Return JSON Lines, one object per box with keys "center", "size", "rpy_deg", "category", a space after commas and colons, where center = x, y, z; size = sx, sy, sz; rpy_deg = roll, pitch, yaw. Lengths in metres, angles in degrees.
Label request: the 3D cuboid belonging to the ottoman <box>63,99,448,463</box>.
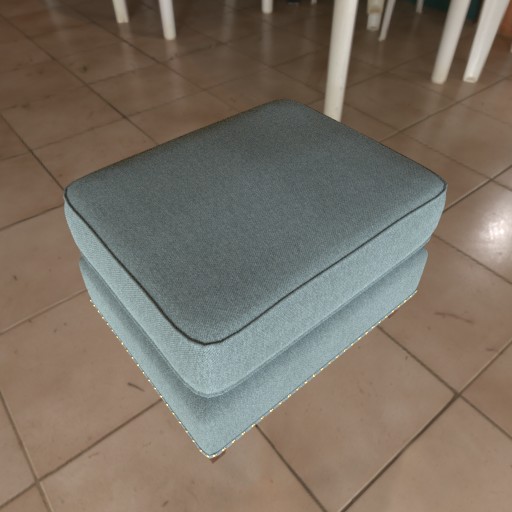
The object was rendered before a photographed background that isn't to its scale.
{"center": [0.000, 0.000, 1.135], "size": [0.738, 0.537, 0.589], "rpy_deg": [-31, 53, -27], "category": "ottoman"}
